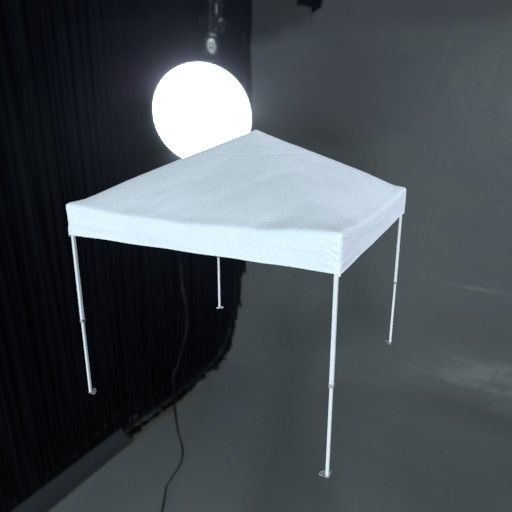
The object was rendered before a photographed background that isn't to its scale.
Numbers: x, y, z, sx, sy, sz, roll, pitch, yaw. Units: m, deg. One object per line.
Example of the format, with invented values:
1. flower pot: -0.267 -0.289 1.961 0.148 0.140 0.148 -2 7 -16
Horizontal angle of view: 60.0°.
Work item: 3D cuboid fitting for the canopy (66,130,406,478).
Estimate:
1. canopy: 0.000 0.000 5.469 2.996 2.997 2.998 8 18 26
